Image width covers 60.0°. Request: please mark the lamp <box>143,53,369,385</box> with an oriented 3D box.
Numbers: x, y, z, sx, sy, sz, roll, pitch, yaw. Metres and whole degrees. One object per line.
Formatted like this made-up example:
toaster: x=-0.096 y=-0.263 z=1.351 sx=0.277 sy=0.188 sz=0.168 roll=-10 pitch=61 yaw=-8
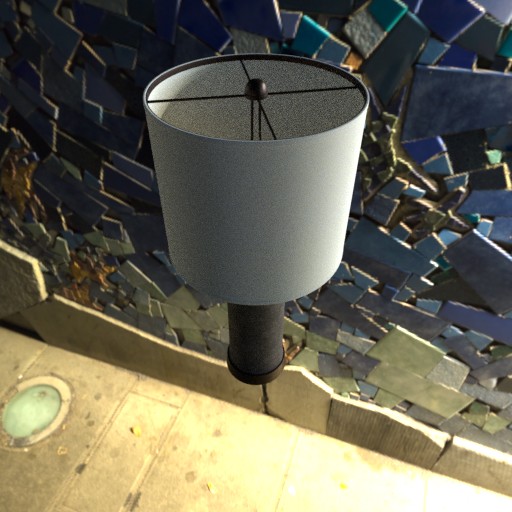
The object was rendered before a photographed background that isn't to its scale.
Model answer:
lamp: x=0.000 y=0.000 z=0.799 sx=0.301 sy=0.630 sz=0.301 roll=25 pitch=47 yaw=25
